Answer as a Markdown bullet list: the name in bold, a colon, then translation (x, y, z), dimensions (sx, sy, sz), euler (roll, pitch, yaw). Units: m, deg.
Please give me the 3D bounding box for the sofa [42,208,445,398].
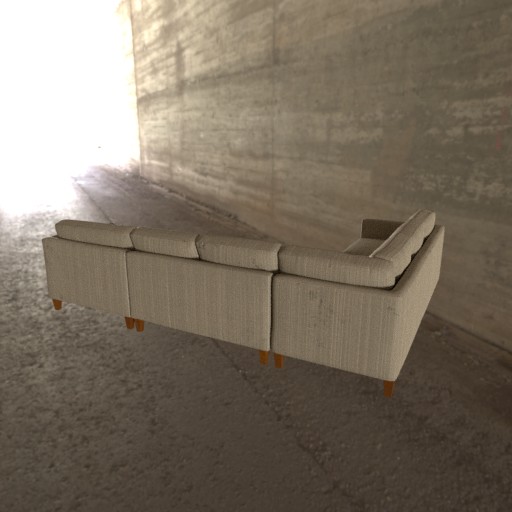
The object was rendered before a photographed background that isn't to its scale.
- **sofa**: translation (0.000, 0.000, 4.709), dimensions (3.460, 0.961, 2.594), euler (8, 17, 27)
